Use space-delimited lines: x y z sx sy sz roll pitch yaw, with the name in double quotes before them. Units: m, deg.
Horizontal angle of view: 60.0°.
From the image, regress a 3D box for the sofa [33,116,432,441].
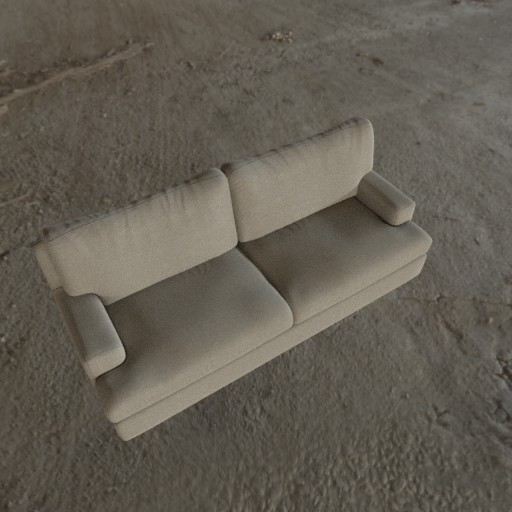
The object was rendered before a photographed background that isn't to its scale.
"sofa" 0.000 0.000 2.814 2.354 0.980 0.962 -25 51 -22
